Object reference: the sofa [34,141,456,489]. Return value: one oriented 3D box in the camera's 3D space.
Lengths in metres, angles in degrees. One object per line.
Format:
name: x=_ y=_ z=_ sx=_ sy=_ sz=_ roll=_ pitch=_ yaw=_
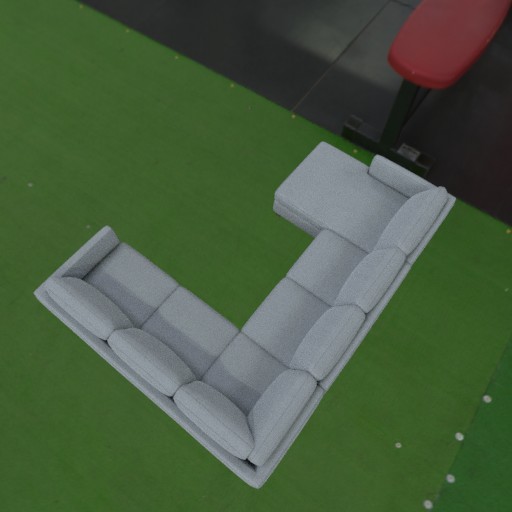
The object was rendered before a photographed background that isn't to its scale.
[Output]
sofa: x=0.000 y=0.000 z=4.359 sx=2.551 sy=0.853 sz=3.238 roll=35 pitch=68 yaw=16
